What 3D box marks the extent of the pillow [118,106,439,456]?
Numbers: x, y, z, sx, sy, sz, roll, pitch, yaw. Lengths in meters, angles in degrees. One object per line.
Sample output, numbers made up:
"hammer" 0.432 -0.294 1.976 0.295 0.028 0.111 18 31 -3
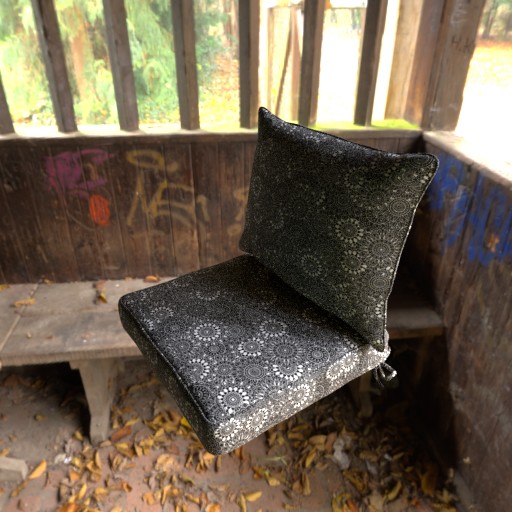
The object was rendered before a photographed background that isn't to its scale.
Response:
"pillow" 0.000 0.000 1.380 0.740 0.722 0.798 -19 35 -30
